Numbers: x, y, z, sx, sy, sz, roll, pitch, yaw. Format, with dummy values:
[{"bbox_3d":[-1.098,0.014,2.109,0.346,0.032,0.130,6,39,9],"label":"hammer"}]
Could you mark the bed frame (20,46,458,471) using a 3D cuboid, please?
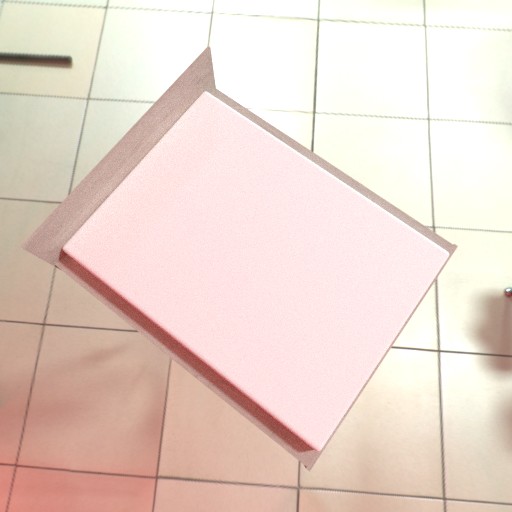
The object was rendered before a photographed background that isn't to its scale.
[{"bbox_3d":[0.000,0.000,2.791,1.960,0.800,1.622,36,77,9],"label":"bed frame"}]
